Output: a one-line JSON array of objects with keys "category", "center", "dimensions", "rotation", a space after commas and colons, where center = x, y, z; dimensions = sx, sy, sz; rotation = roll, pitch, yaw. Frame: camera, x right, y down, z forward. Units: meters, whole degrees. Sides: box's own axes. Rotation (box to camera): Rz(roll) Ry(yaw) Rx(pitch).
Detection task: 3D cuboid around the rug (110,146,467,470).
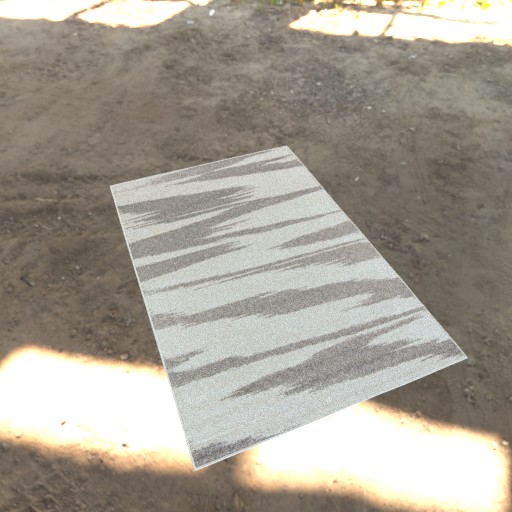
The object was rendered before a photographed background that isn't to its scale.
[{"category": "rug", "center": [0.000, 0.000, 2.334], "dimensions": [1.225, 0.008, 1.827], "rotation": [-16, 48, -15]}]
